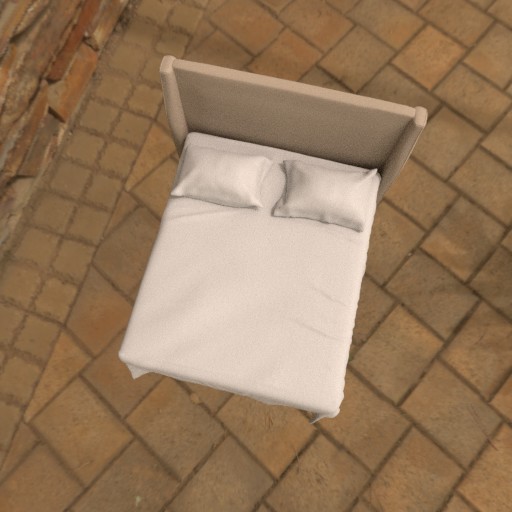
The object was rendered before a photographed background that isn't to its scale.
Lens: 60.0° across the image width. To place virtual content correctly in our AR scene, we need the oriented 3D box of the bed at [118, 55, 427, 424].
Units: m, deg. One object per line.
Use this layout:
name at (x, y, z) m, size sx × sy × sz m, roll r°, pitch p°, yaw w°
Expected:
bed at (0.000, 0.000, 3.437) m, size 1.925 × 1.332 × 2.276 m, roll 13°, pitch 75°, yaw 4°
